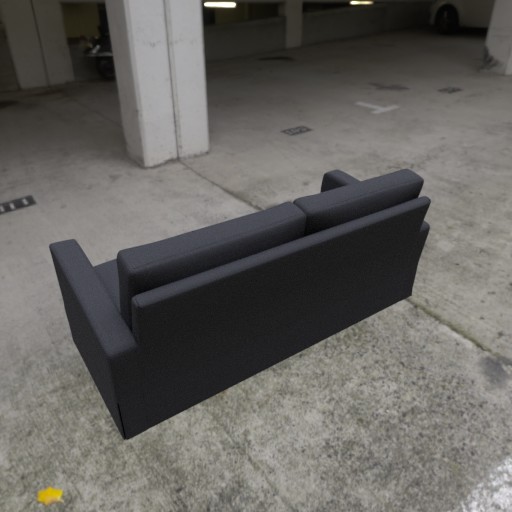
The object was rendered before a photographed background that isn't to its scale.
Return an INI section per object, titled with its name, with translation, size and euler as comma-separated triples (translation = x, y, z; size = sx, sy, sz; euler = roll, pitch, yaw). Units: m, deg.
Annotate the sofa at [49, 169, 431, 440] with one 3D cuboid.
[sofa]
translation = 0.000, 0.000, 2.359
size = 1.852, 0.839, 0.898
euler = -19, 35, -29
